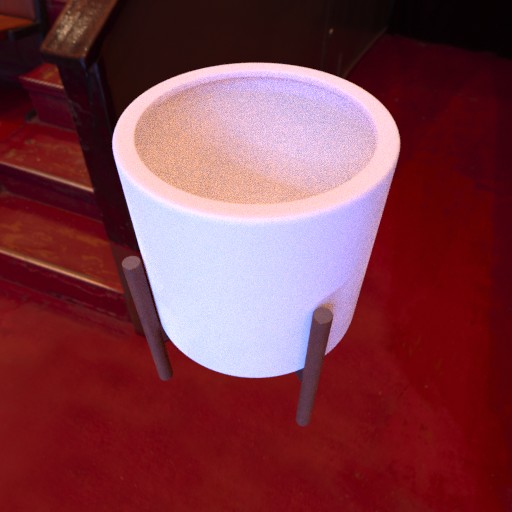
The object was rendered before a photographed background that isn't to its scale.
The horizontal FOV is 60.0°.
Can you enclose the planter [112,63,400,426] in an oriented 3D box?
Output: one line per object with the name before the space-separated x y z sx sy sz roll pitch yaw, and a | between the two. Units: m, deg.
planter | 0.000 0.000 0.871 0.421 0.581 0.420 17 50 15
